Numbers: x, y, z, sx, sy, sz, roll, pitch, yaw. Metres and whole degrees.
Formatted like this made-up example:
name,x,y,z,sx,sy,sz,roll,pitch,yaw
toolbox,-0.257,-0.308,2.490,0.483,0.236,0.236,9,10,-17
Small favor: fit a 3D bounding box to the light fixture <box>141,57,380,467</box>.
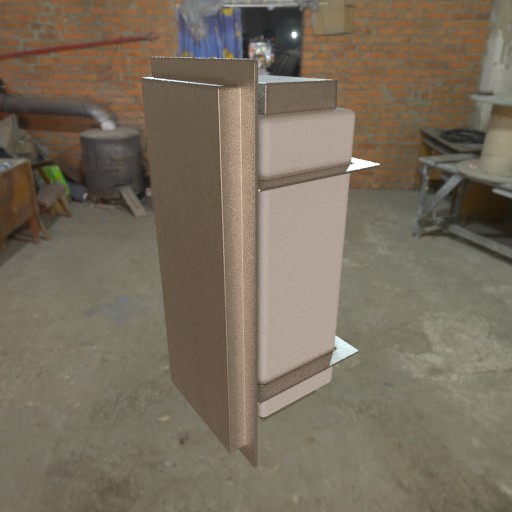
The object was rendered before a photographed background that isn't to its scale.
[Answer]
name,x,y,z,sx,sy,sz,roll,pitch,yaw
light fixture,0.000,0.000,0.465,0.160,0.380,0.168,-17,30,-32
